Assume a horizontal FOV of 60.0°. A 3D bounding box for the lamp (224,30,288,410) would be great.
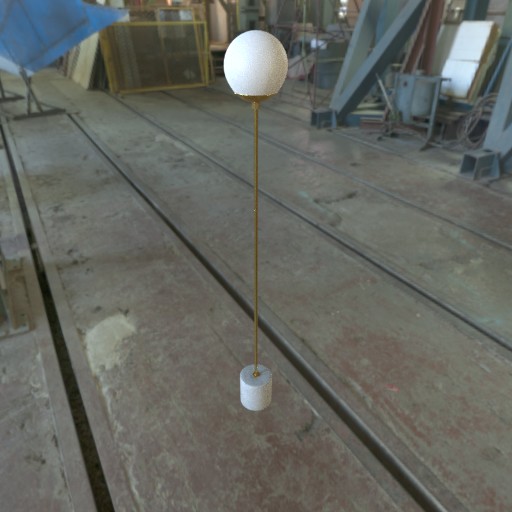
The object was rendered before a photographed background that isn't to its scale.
[{"bbox_3d":[0.000,0.000,1.929,0.224,1.753,0.224,8,31,13],"label":"lamp"}]
